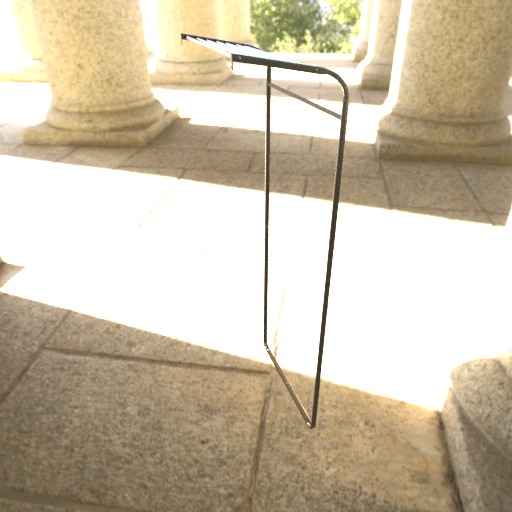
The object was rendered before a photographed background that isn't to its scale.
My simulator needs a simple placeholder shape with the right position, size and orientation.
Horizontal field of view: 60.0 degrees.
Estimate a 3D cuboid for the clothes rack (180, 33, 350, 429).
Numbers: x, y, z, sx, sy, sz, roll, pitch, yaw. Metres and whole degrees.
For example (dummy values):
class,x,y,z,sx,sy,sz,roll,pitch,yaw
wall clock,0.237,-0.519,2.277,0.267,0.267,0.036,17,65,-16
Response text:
class,x,y,z,sx,sy,sz,roll,pitch,yaw
clothes rack,0.000,0.000,1.784,0.349,1.574,0.609,-11,33,-17
